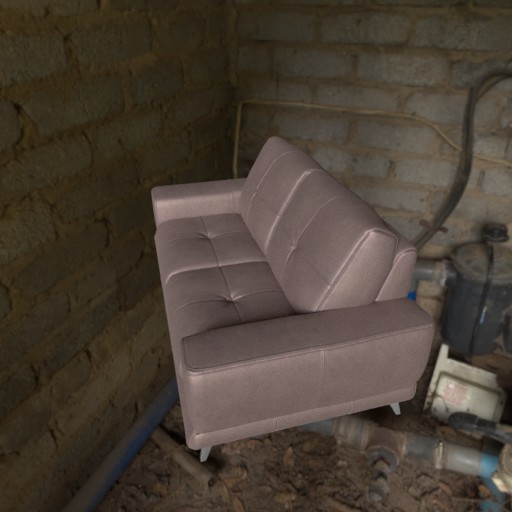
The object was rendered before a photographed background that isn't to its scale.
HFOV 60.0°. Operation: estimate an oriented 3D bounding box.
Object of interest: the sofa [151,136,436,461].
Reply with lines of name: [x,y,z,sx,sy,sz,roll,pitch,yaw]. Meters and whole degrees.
sofa: [0.000,0.000,2.387,1.018,0.907,1.806,-8,32,-13]
